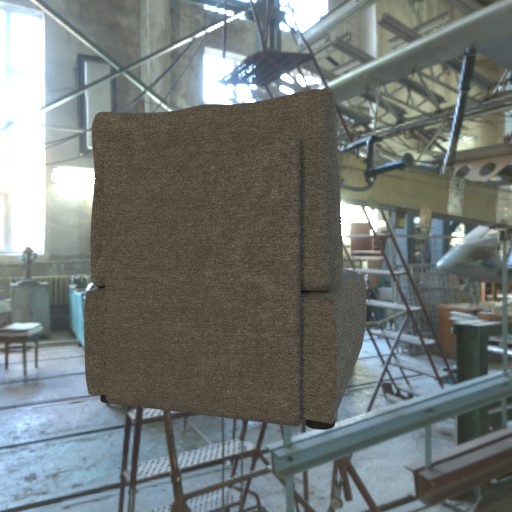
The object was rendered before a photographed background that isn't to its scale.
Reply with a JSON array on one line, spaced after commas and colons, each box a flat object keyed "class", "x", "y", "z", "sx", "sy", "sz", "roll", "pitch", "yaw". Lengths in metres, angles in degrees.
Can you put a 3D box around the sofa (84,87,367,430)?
[{"class": "sofa", "x": 0.000, "y": 0.000, "z": 1.576, "sx": 0.700, "sy": 0.820, "sz": 1.000, "roll": 0, "pitch": 1, "yaw": 18}]
